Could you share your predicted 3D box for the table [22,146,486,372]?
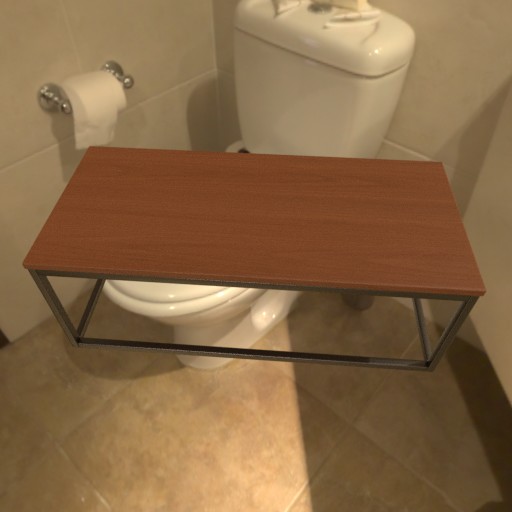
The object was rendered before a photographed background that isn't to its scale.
[{"bbox_3d":[0.000,0.000,1.359,1.100,0.400,0.500,3,48,3],"label":"table"}]
